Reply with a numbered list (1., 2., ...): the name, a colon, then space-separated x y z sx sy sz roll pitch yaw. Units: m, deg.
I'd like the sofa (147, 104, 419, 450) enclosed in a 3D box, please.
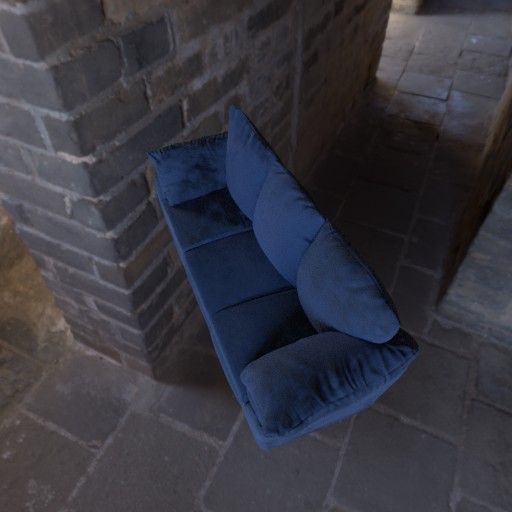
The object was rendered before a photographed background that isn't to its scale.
1. sofa: 0.000 0.000 2.958 0.907 1.091 2.390 -17 50 -15
